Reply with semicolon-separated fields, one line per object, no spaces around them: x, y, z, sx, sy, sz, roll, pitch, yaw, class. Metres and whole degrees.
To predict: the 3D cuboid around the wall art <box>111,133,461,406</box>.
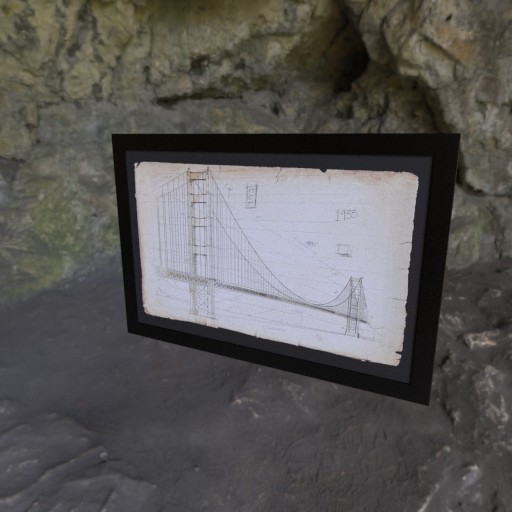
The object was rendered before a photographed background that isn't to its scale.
0.000;0.000;0.839;0.660;0.447;0.013;7;17;25;wall art
